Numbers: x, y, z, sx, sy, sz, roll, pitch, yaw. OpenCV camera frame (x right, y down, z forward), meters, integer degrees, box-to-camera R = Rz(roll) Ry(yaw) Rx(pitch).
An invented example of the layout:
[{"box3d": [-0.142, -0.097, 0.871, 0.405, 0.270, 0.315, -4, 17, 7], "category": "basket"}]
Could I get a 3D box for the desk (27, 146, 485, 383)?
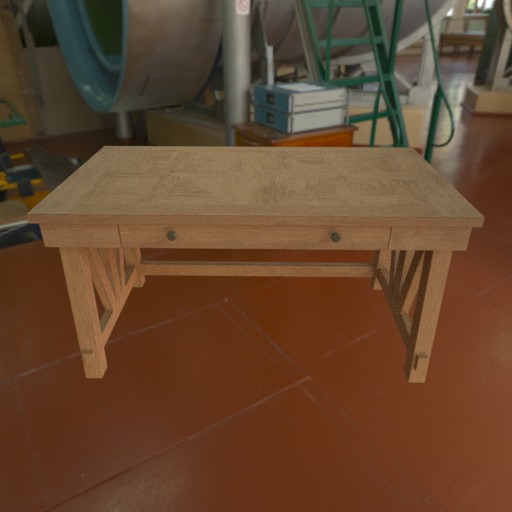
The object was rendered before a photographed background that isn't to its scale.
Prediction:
[{"box3d": [0.000, 0.000, 1.990, 1.499, 0.762, 0.813, 1, 29, 1], "category": "desk"}]
